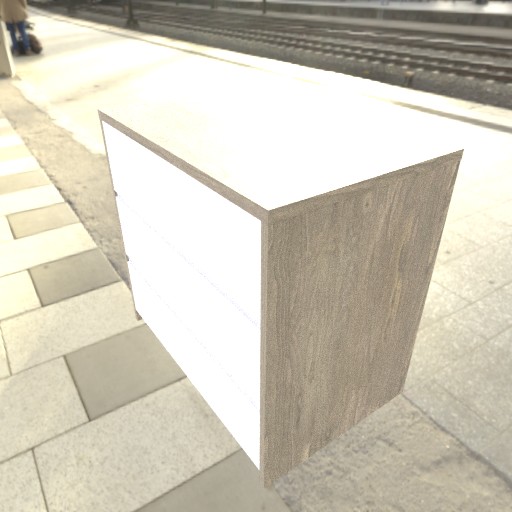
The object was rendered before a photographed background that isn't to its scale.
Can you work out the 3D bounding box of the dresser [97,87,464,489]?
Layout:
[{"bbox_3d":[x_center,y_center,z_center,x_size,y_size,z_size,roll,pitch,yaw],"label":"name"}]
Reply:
[{"bbox_3d":[0.000,0.000,1.307,0.529,0.762,0.809,-20,37,-30],"label":"dresser"}]
